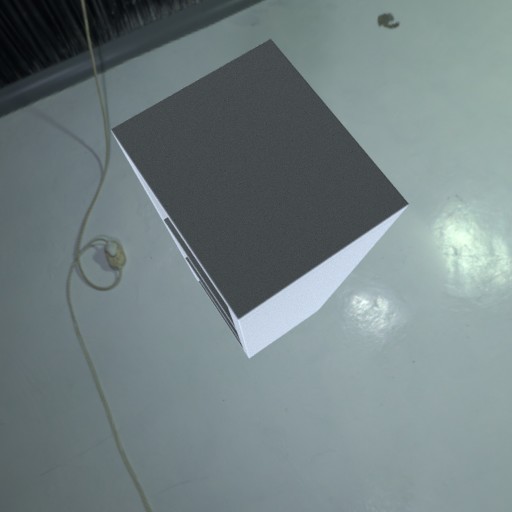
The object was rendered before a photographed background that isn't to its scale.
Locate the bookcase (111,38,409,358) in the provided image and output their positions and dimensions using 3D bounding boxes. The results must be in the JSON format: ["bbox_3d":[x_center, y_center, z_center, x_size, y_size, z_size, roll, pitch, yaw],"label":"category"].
[{"bbox_3d":[0.000,0.000,1.248,0.330,1.080,0.390,-33,77,-9],"label":"bookcase"}]
